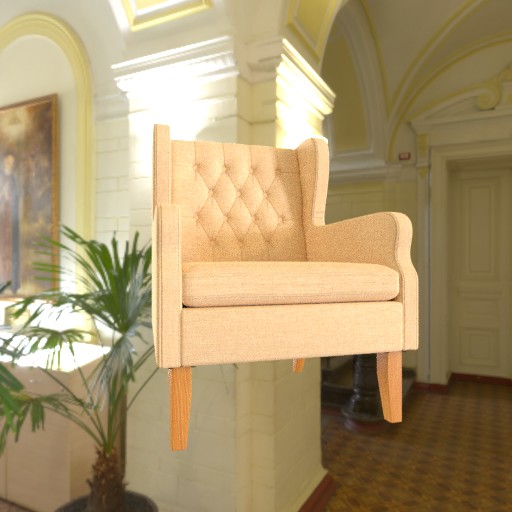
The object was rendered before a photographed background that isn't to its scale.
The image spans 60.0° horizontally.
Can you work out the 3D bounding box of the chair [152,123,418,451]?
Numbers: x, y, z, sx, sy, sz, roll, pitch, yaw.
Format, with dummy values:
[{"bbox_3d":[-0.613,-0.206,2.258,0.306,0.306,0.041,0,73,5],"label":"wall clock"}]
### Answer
[{"bbox_3d":[0.000,0.000,1.477,0.710,0.930,0.760,0,0,-17],"label":"chair"}]
